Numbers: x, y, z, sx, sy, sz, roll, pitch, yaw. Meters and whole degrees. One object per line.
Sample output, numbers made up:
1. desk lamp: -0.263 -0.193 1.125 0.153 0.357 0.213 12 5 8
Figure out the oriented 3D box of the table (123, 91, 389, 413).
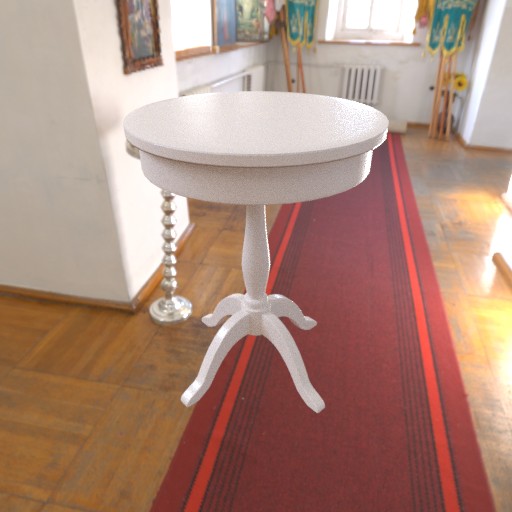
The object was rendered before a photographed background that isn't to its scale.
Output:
1. table: 0.000 0.000 1.047 0.513 0.653 0.513 0 30 0
